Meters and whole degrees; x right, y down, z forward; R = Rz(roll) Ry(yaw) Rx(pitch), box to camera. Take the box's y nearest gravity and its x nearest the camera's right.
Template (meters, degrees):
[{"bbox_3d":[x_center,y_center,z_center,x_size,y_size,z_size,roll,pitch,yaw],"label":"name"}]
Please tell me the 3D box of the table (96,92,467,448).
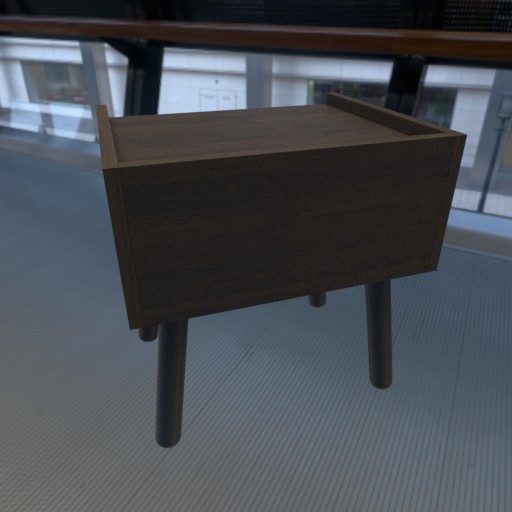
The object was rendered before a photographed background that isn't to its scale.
[{"bbox_3d":[0.000,0.000,0.774,0.450,0.470,0.370,-9,30,-16],"label":"table"}]
